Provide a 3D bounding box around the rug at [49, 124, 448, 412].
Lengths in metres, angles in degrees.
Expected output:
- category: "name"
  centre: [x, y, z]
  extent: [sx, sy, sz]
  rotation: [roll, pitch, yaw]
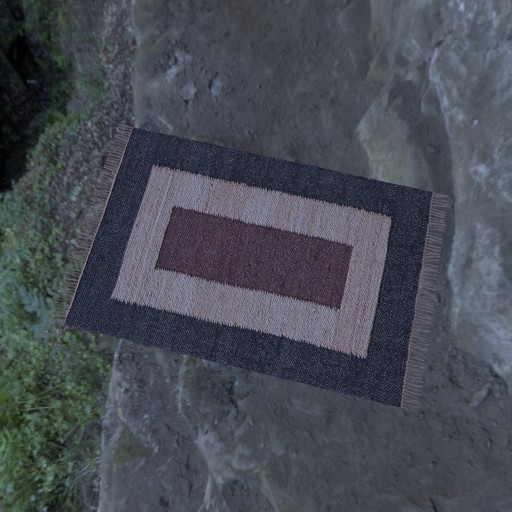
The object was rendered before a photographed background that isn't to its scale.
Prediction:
- category: "rug"
  centre: [0.000, 0.000, 2.475]
  extent: [2.021, 0.027, 1.224]
  rotation: [13, 76, 3]
